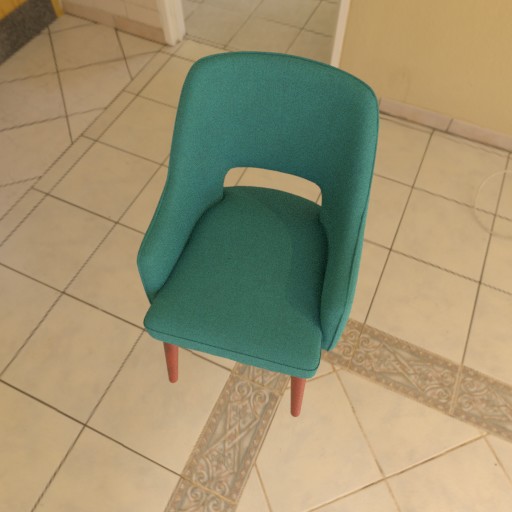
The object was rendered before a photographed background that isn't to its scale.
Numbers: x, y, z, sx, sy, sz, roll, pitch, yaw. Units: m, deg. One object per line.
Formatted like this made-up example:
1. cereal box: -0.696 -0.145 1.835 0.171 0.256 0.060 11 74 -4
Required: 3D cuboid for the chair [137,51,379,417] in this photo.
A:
1. chair: 0.000 0.000 1.229 0.548 0.849 0.605 13 60 8
